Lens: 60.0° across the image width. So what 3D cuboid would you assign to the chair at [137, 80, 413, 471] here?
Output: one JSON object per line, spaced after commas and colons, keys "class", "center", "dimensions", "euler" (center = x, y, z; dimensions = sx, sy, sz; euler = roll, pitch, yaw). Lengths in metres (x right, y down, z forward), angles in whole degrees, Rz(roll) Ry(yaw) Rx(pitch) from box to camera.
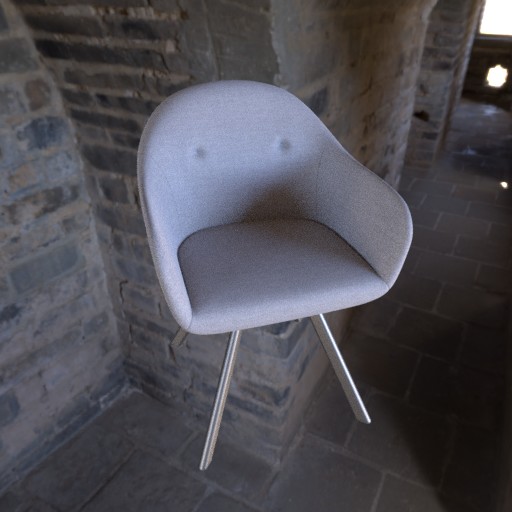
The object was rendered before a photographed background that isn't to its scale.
{"class": "chair", "center": [0.000, 0.000, 1.143], "dimensions": [0.540, 0.780, 0.570], "euler": [-9, 32, -15]}
